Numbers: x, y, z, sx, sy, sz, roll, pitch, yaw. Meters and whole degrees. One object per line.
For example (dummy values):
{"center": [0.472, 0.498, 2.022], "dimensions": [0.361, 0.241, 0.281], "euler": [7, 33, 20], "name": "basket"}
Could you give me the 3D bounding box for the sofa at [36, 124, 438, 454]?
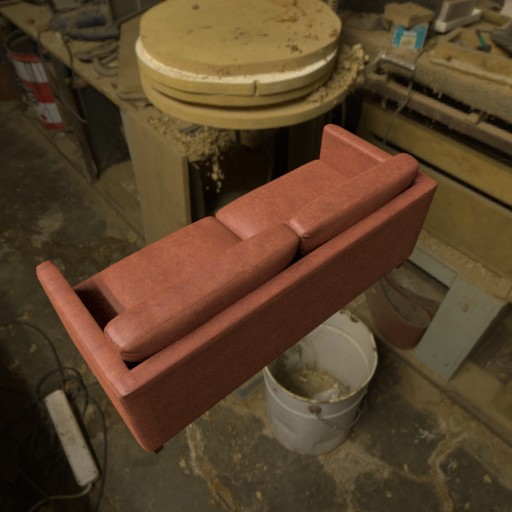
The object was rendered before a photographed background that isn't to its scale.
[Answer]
{"center": [0.000, 0.000, 2.700], "dimensions": [2.204, 0.932, 0.950], "euler": [-31, 54, -26], "name": "sofa"}
